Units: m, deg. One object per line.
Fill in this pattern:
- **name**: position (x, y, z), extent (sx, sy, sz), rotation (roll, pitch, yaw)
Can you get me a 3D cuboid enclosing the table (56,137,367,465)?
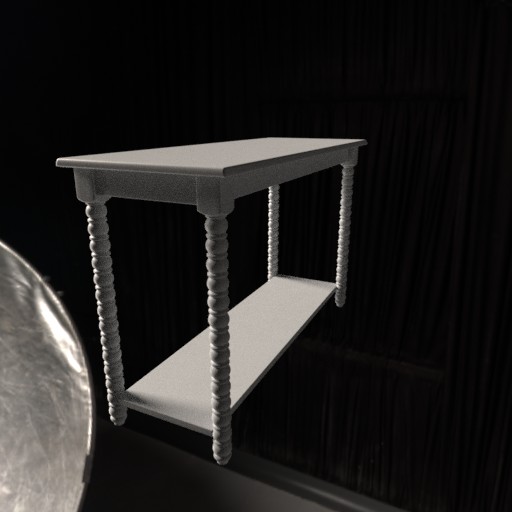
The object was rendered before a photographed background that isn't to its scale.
- **table**: position (0.000, 0.000, 1.535), extent (0.459, 0.740, 1.184), rotation (8, 19, 25)
